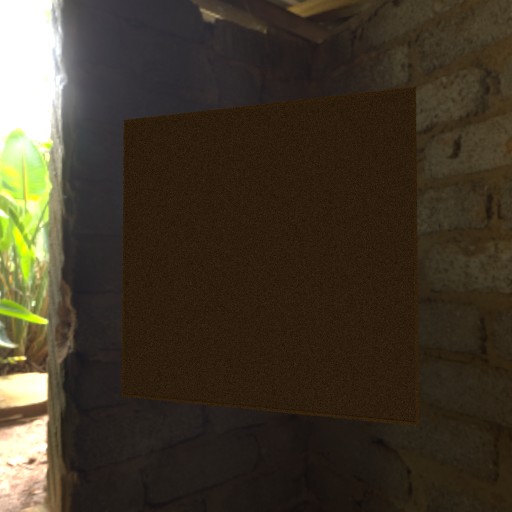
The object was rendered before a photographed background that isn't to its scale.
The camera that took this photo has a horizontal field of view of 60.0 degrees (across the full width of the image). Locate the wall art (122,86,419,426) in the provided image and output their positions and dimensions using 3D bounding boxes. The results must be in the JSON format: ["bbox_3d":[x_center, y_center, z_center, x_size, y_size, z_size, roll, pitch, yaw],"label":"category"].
[{"bbox_3d":[0.000,0.000,0.959,0.657,0.655,0.014,0,-2,17],"label":"wall art"}]
